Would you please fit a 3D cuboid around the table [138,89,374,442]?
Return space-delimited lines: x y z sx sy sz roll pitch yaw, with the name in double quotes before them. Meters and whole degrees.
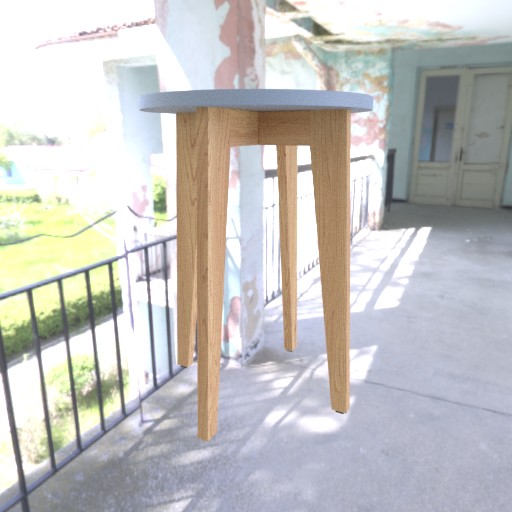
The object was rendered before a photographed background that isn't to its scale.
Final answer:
"table" 0.000 0.000 0.748 0.350 0.500 0.350 0 16 0
